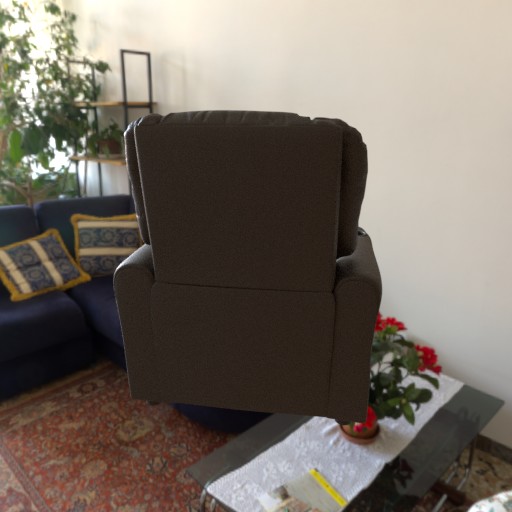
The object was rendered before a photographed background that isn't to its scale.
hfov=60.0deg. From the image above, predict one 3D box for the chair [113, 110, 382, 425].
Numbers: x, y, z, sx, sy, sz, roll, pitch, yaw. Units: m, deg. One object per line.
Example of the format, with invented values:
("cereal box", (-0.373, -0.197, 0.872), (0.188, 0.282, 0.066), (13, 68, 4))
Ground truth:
("chair", (0.000, 0.000, 1.143), (0.610, 0.709, 0.521), (3, 18, 9))
